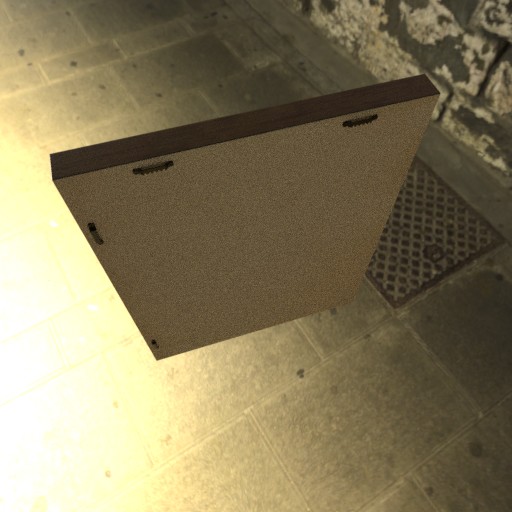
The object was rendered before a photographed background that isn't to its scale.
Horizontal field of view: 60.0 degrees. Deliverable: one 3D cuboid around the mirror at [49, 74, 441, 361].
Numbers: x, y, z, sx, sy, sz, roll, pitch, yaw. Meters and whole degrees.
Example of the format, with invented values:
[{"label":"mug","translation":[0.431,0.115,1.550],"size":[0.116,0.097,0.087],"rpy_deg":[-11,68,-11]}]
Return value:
[{"label":"mirror","translation":[0.000,0.000,0.664],"size":[0.405,0.508,0.041],"rpy_deg":[-15,59,-9]}]
